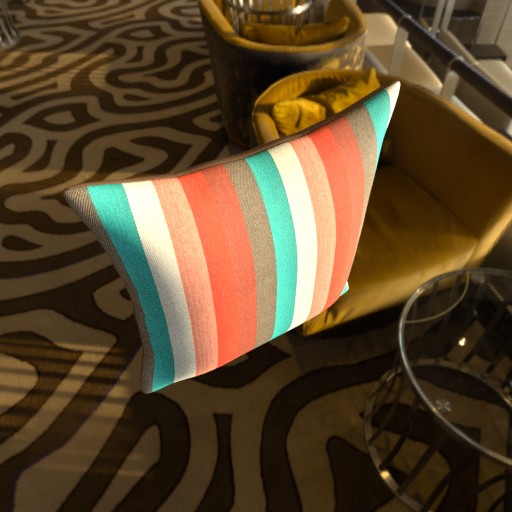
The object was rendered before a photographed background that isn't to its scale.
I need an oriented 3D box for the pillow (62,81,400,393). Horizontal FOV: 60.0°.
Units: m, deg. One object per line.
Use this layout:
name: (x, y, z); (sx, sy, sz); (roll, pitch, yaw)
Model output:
pillow: (0.000, 0.000, 0.680); (0.453, 0.443, 0.168); (-24, 51, -21)
